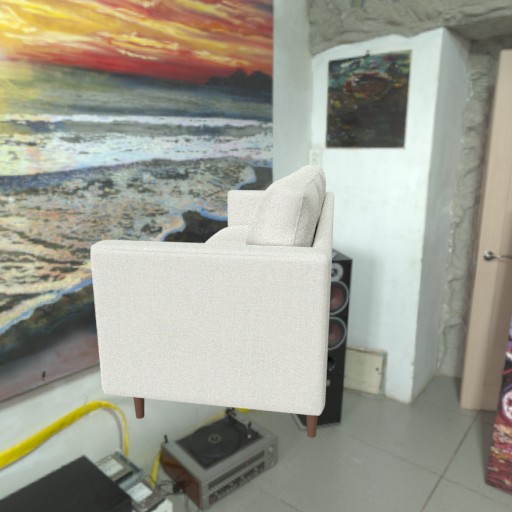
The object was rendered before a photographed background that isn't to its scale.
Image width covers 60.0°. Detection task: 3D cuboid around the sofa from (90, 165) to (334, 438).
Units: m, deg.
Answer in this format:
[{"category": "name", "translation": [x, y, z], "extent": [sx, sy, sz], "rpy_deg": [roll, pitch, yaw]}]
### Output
[{"category": "sofa", "translation": [0.000, 0.000, 2.384], "extent": [0.802, 0.912, 2.029], "rpy_deg": [2, 14, 10]}]
